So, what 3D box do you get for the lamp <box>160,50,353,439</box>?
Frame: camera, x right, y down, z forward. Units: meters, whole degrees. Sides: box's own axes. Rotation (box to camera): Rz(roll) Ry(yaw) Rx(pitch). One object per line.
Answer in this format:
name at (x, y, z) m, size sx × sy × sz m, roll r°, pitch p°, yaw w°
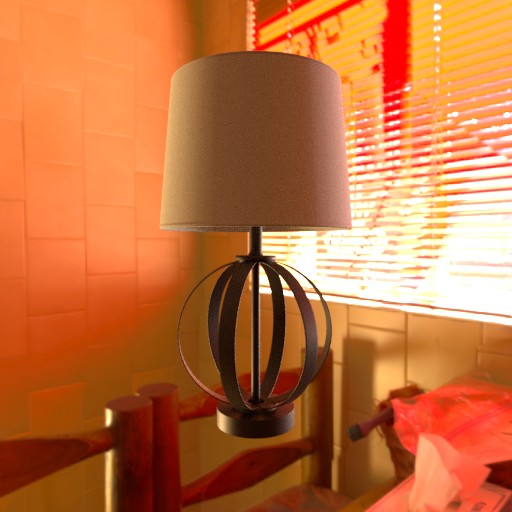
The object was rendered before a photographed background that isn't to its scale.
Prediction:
lamp at (0.000, 0.000, 0.675) m, size 0.286 × 0.510 × 0.286 m, roll 0°, pitch 2°, yaw 0°
